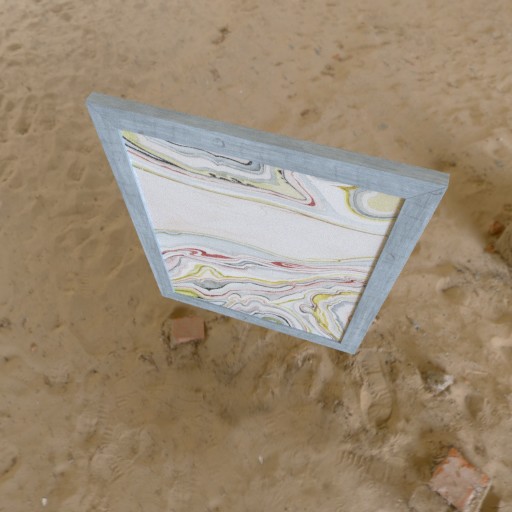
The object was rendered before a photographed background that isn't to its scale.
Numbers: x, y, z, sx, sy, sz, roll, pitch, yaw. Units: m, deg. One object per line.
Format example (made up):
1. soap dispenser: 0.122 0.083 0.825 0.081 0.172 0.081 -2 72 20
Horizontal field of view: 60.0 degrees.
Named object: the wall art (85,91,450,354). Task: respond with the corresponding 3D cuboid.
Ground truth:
1. wall art: 0.000 0.000 0.810 0.479 0.582 0.022 16 60 9
